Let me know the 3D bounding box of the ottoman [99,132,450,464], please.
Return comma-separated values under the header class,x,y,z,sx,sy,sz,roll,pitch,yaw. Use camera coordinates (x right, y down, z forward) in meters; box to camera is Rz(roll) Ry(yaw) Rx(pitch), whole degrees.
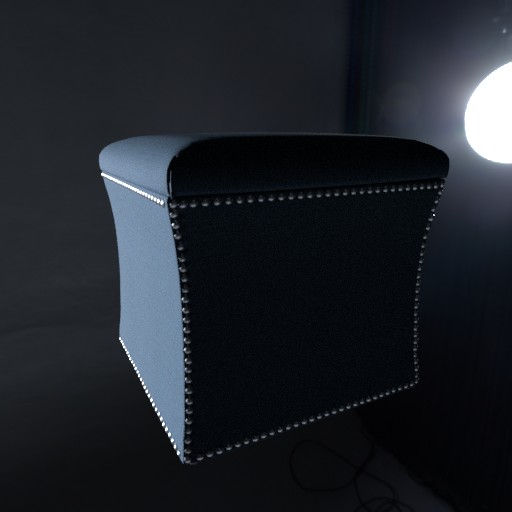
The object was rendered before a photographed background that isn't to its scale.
class,x,y,z,sx,sy,sz,roll,pitch,yaw
ottoman,0.000,0.000,0.881,0.507,0.475,0.497,-8,17,-26
